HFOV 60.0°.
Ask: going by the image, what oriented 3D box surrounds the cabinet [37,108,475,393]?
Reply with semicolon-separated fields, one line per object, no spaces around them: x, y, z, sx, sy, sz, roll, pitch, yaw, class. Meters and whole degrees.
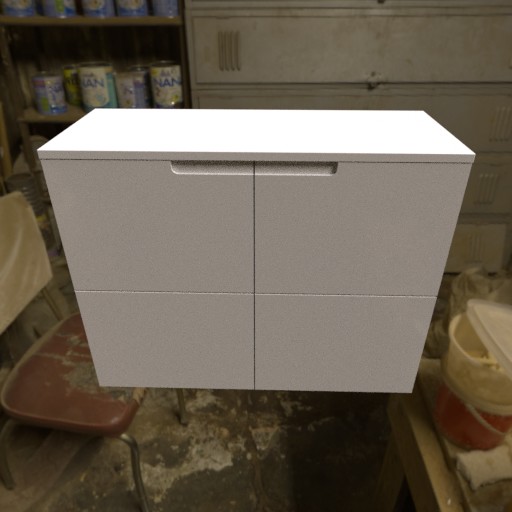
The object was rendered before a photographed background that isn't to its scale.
0.000;0.000;1.388;1.000;0.800;0.400;1;31;1;cabinet
